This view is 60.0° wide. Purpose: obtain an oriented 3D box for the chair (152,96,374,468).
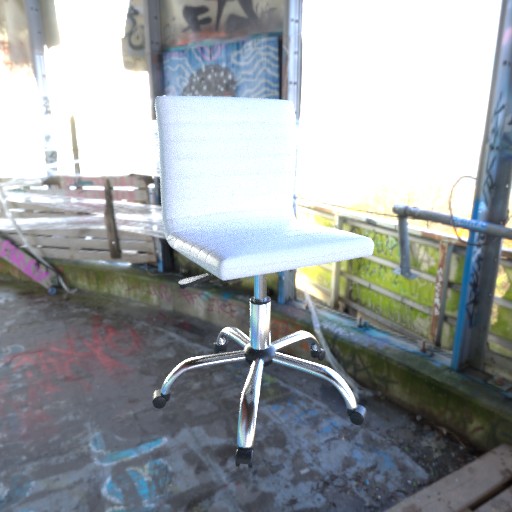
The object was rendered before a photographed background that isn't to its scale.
[{"bbox_3d":[0.000,0.000,1.129,0.556,0.780,0.530,-8,18,-27],"label":"chair"}]
